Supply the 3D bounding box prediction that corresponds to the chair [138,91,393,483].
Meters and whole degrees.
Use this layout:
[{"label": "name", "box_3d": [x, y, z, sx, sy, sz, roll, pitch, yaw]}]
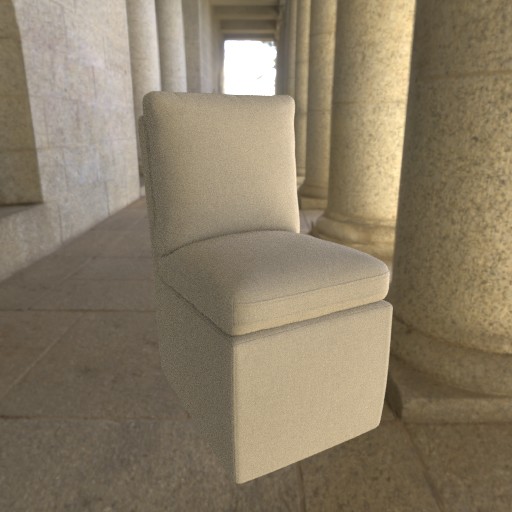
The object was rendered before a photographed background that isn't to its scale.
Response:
[{"label": "chair", "box_3d": [0.000, 0.000, 1.314, 0.503, 0.927, 0.698, -9, 19, -27]}]
